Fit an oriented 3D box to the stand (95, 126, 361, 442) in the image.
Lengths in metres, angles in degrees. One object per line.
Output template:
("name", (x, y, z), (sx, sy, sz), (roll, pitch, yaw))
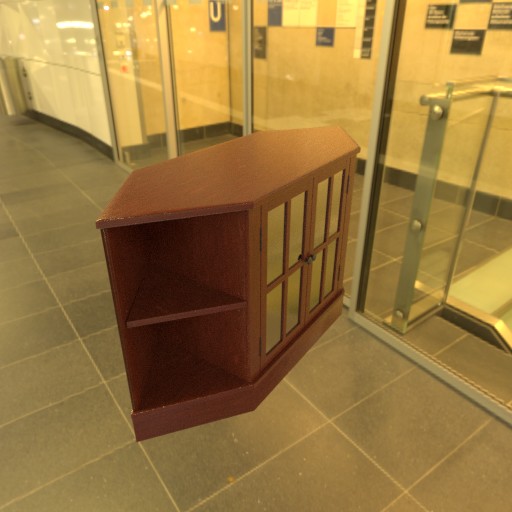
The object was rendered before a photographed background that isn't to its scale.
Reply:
("stand", (0.000, 0.000, 1.374), (0.381, 0.614, 1.072), (18, 33, 30))
